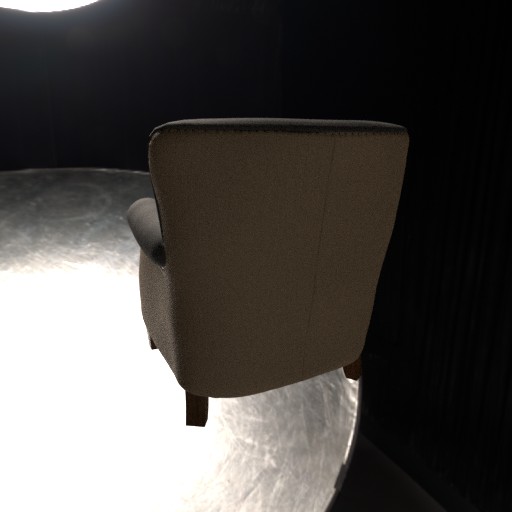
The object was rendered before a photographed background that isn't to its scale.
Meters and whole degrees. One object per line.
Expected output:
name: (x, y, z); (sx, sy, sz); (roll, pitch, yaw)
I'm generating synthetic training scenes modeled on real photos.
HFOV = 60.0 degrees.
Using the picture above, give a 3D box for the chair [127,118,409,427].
chair: (0.000, 0.000, 1.641); (0.861, 0.936, 0.921); (-7, 16, -25)
